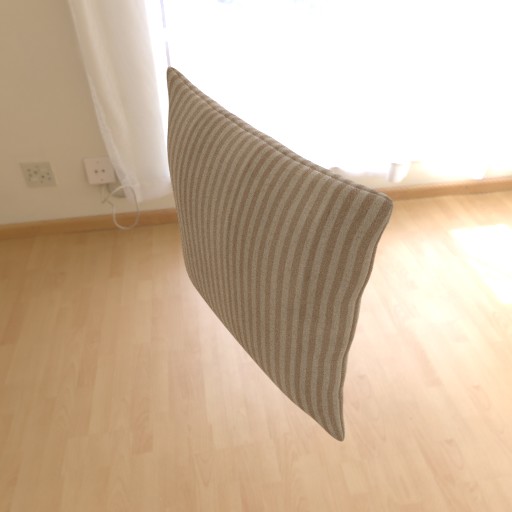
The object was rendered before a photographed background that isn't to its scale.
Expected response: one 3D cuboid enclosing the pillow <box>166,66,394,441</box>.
[{"bbox_3d":[0.000,0.000,0.778,0.166,0.510,0.523,-24,46,-26],"label":"pillow"}]
